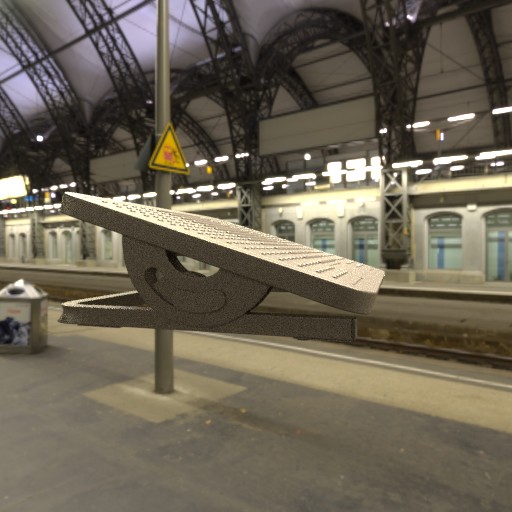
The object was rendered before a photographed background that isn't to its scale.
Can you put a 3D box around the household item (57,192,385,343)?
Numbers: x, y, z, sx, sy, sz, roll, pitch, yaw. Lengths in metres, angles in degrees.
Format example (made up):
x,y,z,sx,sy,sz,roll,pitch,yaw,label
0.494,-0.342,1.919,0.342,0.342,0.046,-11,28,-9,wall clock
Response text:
x,y,z,sx,sy,sz,roll,pitch,yaw,label
0.000,0.000,0.548,0.301,0.126,0.390,0,1,17,household item
